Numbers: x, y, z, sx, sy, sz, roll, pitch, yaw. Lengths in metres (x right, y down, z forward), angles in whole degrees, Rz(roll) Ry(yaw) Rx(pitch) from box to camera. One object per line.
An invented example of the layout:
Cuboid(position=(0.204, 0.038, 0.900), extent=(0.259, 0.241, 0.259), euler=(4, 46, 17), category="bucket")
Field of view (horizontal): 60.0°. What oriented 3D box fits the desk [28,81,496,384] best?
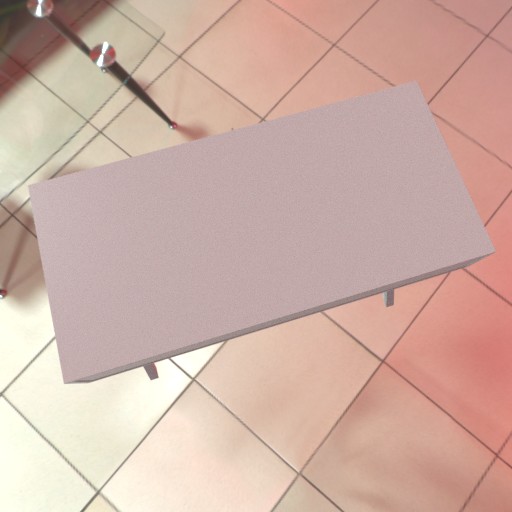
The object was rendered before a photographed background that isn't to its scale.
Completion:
Cuboid(position=(0.000, 0.000, 1.474), extent=(1.057, 0.780, 0.525), euler=(-16, 75, -4), category="desk")
